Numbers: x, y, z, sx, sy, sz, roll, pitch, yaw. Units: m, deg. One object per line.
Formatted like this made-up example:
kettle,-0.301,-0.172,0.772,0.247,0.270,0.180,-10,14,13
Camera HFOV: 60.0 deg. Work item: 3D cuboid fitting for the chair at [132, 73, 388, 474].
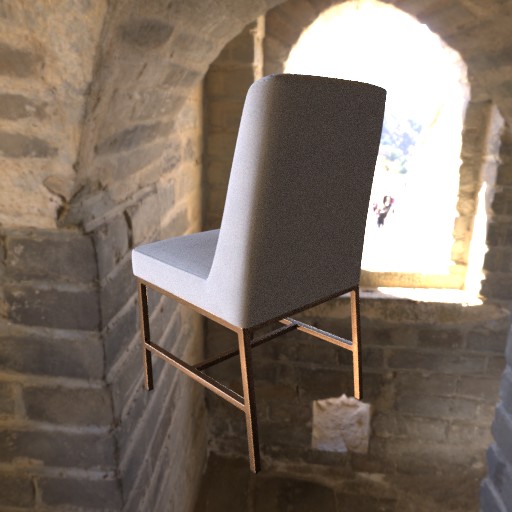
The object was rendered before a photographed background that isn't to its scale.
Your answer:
chair,0.000,0.000,1.303,0.503,0.933,0.597,-14,21,-42
